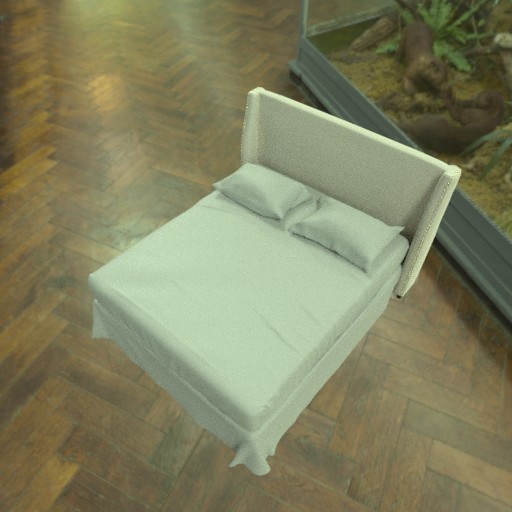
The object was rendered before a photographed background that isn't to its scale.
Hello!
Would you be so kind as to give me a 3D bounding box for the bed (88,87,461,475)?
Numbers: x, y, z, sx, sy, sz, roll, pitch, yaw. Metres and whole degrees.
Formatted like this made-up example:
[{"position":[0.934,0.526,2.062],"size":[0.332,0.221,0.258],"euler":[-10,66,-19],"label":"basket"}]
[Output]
[{"position":[0.000,0.000,3.426],"size":[1.925,1.332,2.276],"euler":[32,55,26],"label":"bed"}]
